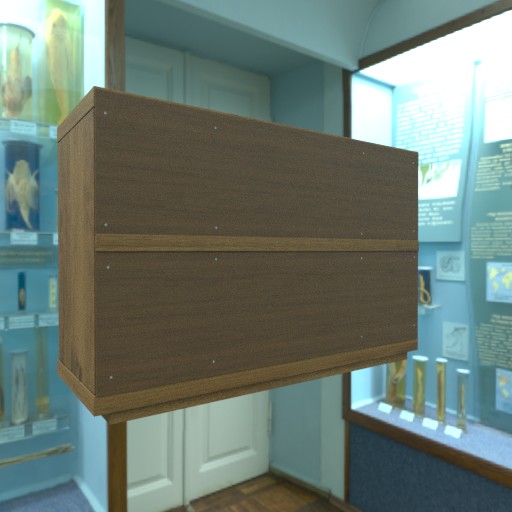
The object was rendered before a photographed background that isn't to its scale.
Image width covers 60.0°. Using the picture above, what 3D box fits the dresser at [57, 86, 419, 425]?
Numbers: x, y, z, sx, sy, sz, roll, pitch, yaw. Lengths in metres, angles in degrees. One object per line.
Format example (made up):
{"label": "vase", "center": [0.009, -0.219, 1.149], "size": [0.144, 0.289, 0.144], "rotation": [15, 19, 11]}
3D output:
{"label": "dresser", "center": [0.000, 0.000, 1.605], "size": [1.261, 0.825, 0.479], "rotation": [0, 1, -35]}
